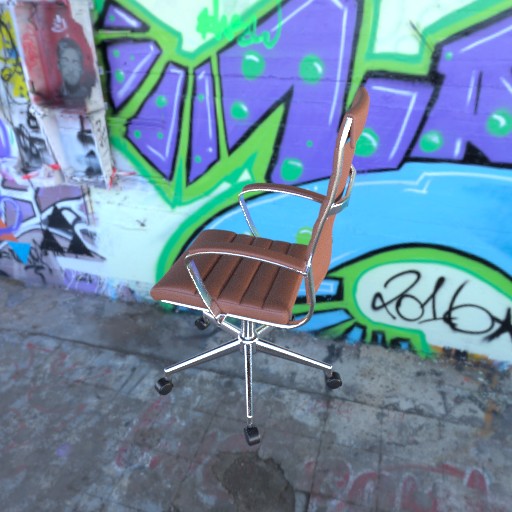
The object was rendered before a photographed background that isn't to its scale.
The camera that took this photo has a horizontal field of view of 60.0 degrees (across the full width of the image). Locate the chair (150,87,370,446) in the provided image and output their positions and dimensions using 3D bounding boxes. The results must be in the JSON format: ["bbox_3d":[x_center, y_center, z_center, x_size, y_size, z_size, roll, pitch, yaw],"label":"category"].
[{"bbox_3d":[0.000,0.000,1.644,0.739,1.149,0.766,8,30,14],"label":"chair"}]
